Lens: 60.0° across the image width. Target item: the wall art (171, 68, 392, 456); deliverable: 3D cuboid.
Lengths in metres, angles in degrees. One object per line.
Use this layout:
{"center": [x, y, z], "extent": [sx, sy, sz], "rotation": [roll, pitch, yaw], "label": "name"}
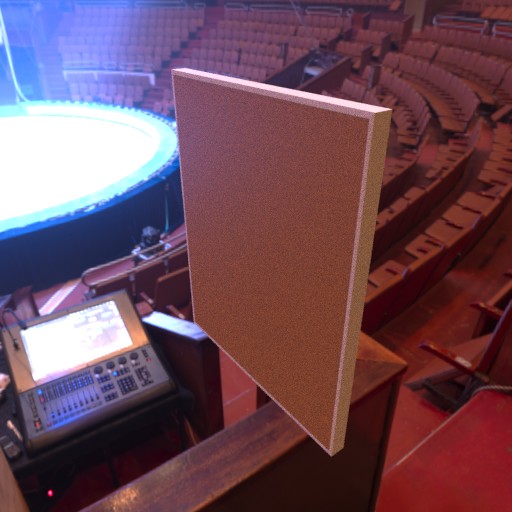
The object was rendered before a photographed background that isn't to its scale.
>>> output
{"center": [0.000, 0.000, 0.752], "extent": [0.030, 0.549, 0.443], "rotation": [-21, 35, -32], "label": "wall art"}
